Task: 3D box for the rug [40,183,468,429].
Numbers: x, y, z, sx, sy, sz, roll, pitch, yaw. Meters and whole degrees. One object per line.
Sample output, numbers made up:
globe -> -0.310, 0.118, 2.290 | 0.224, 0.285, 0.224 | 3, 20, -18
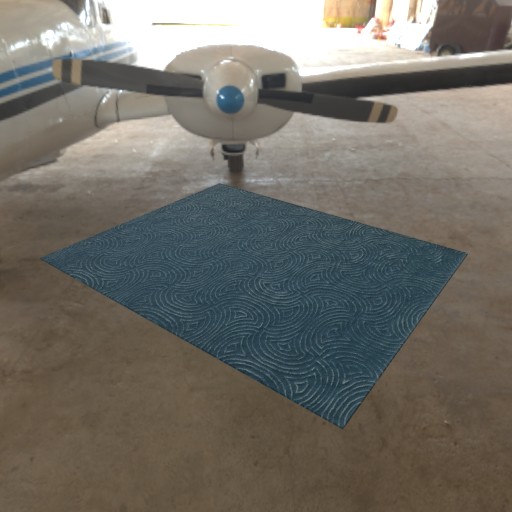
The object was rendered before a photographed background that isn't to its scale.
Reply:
rug -> 0.000, 0.000, 4.020 | 3.033, 0.012, 2.432 | 21, 35, 32
